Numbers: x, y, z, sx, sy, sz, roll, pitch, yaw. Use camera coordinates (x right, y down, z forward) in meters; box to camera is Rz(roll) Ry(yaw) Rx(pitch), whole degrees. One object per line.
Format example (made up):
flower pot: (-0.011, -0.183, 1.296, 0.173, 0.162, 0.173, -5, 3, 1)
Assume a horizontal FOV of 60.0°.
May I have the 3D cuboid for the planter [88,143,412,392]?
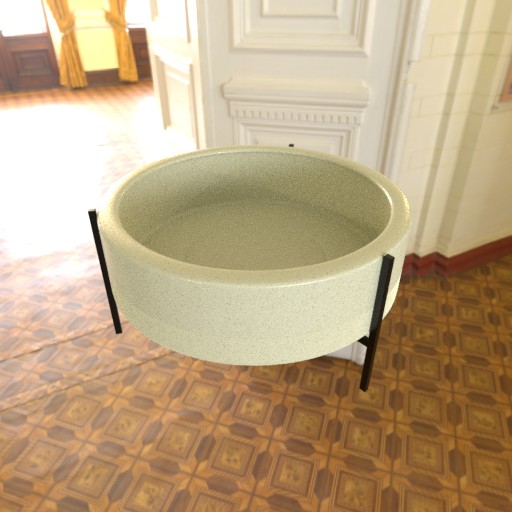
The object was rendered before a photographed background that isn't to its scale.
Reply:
planter: (0.000, 0.000, 0.539, 0.336, 0.171, 0.345, 10, 34, 14)
